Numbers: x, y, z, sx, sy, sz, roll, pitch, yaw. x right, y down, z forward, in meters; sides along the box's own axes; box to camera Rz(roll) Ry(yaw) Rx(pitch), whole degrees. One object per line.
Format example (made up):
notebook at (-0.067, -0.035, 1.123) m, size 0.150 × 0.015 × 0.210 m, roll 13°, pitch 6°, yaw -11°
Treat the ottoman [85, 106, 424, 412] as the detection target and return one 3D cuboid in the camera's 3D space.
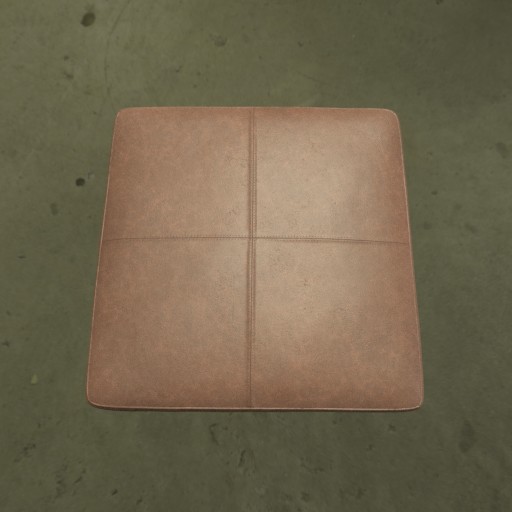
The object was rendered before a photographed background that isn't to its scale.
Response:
ottoman at (0.000, 0.000, 1.769) m, size 1.168 × 0.490 × 1.168 m, roll 0°, pitch 74°, yaw 0°
